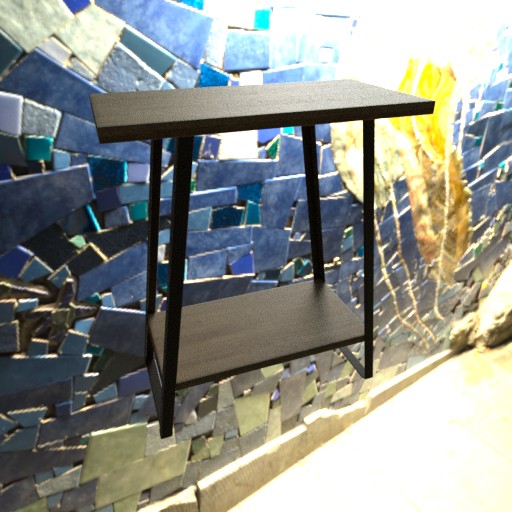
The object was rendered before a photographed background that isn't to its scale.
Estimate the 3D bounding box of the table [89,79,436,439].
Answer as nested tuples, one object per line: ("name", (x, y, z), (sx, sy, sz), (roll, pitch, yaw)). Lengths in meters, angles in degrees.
("table", (0.000, 0.000, 1.023), (0.599, 0.701, 0.300), (-10, 31, -17))
